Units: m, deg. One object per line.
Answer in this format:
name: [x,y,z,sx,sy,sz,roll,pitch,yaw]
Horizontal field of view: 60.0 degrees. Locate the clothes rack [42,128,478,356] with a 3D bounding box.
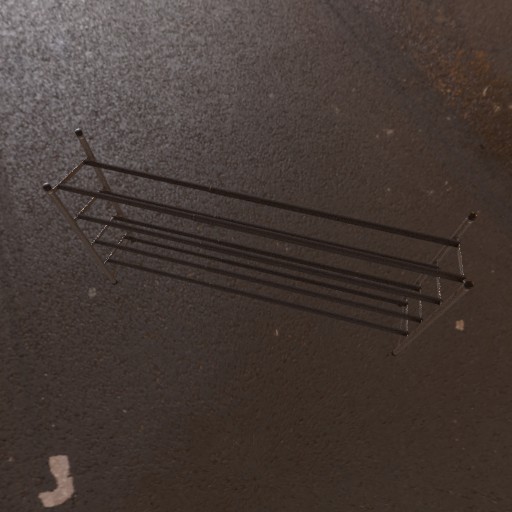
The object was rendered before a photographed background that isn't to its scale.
clothes rack: [0.000,0.000,1.500,1.168,0.672,0.229,13,64,7]
